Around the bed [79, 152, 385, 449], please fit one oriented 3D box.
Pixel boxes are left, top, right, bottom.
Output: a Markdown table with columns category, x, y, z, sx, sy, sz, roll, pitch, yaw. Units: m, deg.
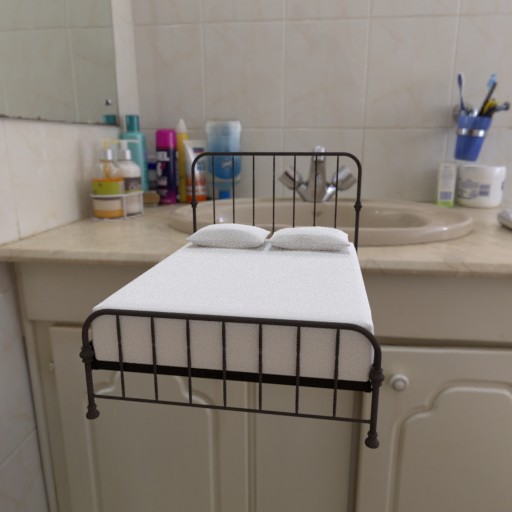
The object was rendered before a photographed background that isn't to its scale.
| category | x | y | z | sx | sy | sz | roll | pitch | yaw |
| --- | --- | --- | --- | --- | --- | --- | --- | --- | --- |
| bed | 0.000 | 0.000 | 3.208 | 1.616 | 1.446 | 2.134 | 2 | 14 | 9 |
